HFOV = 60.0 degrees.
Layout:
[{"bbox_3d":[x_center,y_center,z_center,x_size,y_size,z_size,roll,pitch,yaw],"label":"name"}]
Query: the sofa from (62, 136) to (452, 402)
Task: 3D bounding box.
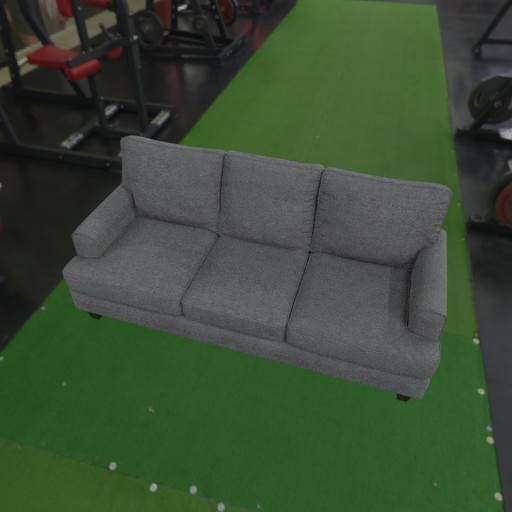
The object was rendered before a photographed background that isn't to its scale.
[{"bbox_3d":[0.000,0.000,2.678,2.158,0.965,0.951,12,43,13],"label":"sofa"}]
